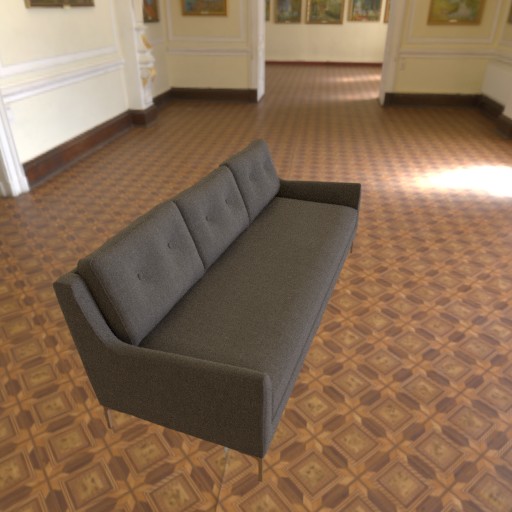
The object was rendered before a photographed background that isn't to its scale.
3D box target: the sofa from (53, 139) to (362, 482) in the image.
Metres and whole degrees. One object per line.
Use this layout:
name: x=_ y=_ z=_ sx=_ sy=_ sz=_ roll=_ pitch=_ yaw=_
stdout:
sofa: x=0.000 y=0.000 z=2.490 sx=0.849 sy=0.837 sz=2.060 roll=11 pitch=31 yaw=18
